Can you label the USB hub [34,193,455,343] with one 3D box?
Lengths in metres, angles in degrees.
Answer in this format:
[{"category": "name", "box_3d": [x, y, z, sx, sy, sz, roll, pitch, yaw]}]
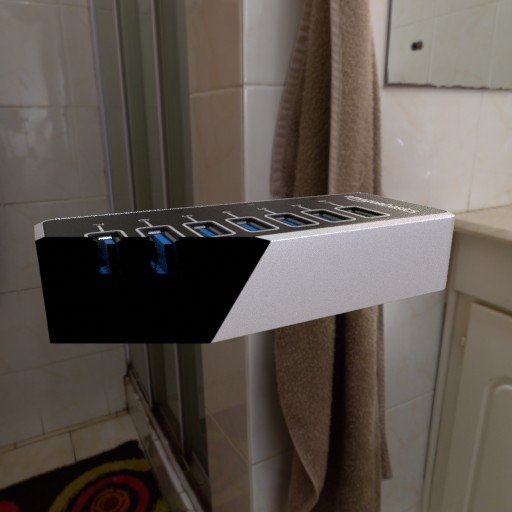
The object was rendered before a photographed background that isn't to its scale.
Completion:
[{"category": "USB hub", "box_3d": [0.000, 0.000, 0.125, 0.110, 0.023, 0.044, -8, 19, -25]}]
